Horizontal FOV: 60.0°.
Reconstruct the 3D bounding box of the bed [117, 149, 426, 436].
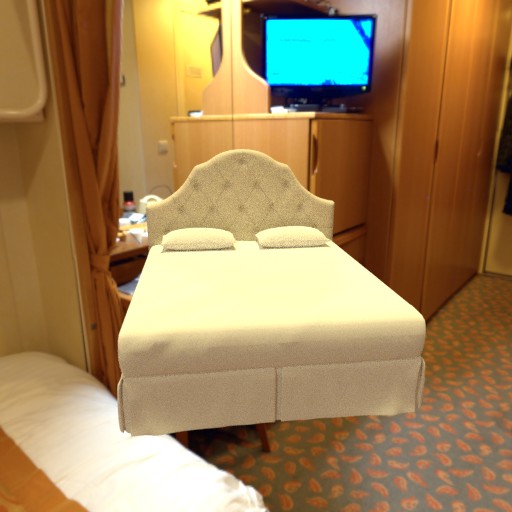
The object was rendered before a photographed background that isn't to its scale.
[{"bbox_3d":[0.000,0.000,3.634,2.008,1.615,2.214,-2,16,-7],"label":"bed"}]
